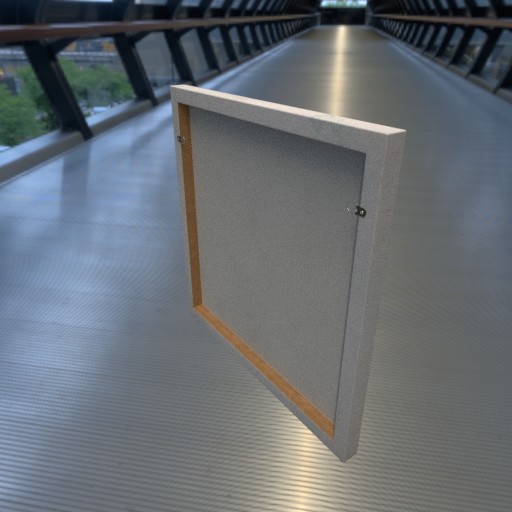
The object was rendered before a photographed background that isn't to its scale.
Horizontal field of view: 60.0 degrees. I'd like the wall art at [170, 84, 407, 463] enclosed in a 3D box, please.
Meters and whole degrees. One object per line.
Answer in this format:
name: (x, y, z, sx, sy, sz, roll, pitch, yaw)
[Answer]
wall art: (0.000, 0.000, 0.922, 0.040, 0.612, 0.612, -18, 33, -31)
